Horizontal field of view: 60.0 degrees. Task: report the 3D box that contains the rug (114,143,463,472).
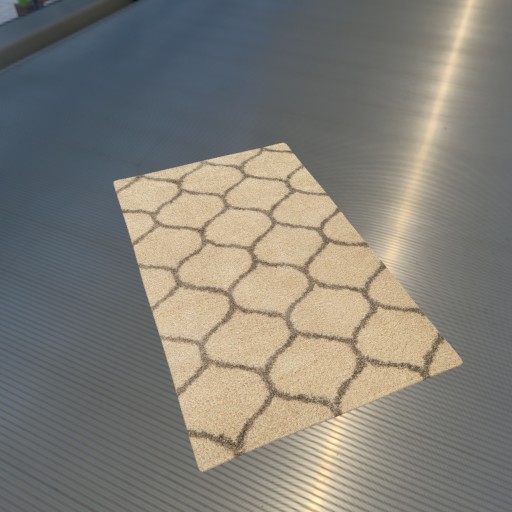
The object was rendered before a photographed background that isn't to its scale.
[{"bbox_3d":[0.000,0.000,2.967,1.501,0.024,2.348,-16,49,-15],"label":"rug"}]
